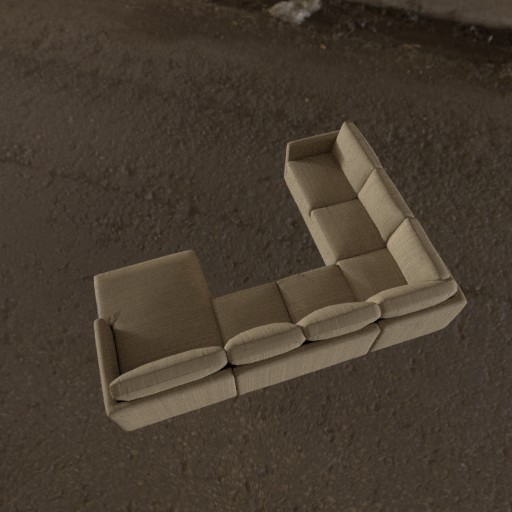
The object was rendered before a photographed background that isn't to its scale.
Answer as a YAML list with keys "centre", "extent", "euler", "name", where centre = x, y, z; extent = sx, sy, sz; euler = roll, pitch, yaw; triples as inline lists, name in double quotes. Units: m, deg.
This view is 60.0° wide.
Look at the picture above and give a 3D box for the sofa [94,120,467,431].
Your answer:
- centre: [0.000, 0.000, 4.795]
  extent: [3.460, 0.961, 2.594]
  euler: [-15, 59, -9]
  name: "sofa"
